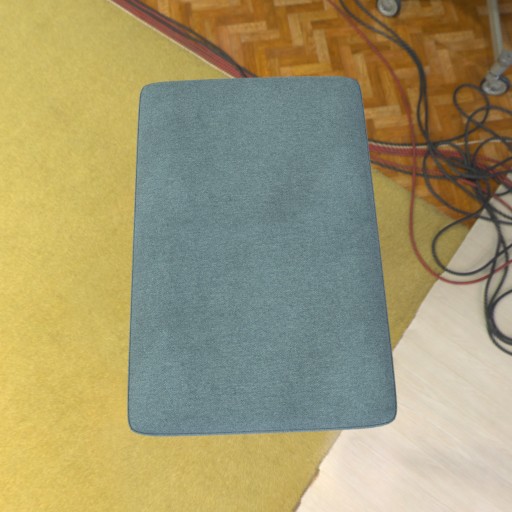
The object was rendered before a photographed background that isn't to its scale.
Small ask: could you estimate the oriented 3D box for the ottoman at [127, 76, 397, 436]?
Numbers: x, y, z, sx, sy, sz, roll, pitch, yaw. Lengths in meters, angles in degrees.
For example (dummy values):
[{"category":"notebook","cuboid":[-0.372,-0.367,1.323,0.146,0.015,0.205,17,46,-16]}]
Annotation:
[{"category":"ottoman","cuboid":[0.000,0.000,1.191,0.584,0.483,0.864,-2,75,-1]}]
